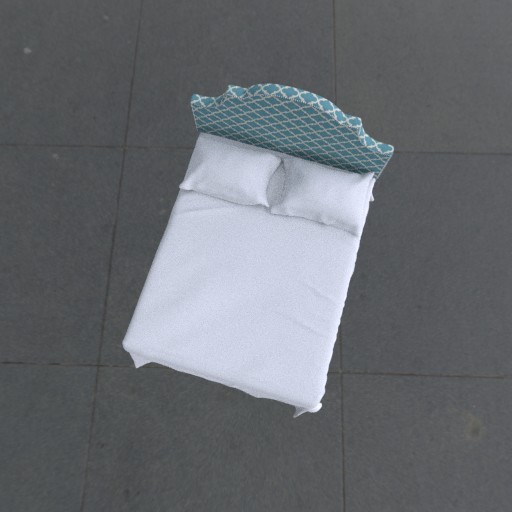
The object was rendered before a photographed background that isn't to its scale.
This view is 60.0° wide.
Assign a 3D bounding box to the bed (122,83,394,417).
[{"bbox_3d":[0.000,0.000,3.495,1.780,1.633,2.222,16,75,4],"label":"bed"}]
